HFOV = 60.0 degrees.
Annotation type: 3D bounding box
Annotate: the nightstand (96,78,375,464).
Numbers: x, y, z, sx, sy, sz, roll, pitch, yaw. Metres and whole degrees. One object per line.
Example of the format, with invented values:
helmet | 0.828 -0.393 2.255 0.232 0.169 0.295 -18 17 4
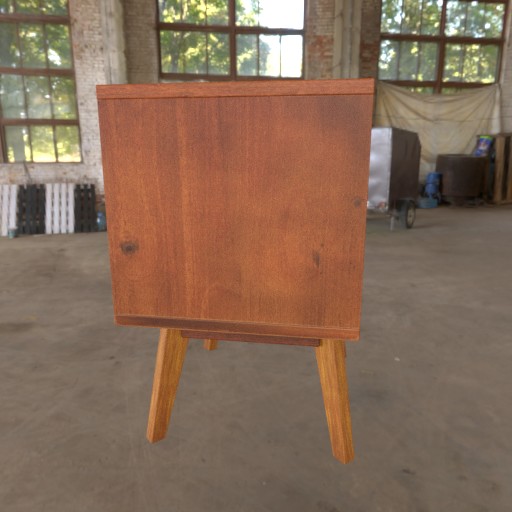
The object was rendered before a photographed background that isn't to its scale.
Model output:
nightstand | 0.000 0.000 0.921 0.411 0.618 0.460 2 14 9
